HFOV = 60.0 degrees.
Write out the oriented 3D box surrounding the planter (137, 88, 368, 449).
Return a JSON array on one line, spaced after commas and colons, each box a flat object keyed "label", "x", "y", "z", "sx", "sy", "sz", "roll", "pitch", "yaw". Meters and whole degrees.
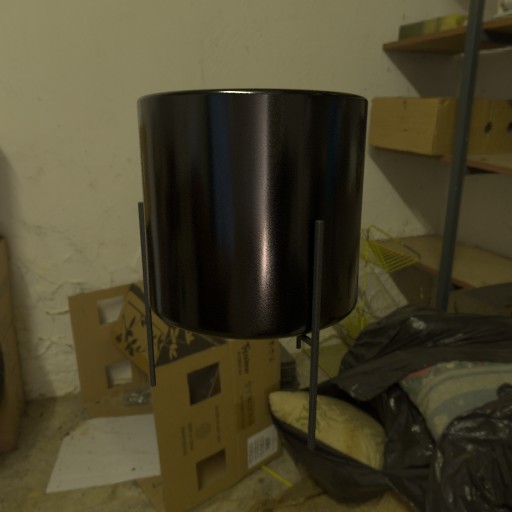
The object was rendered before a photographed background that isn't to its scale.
[{"label": "planter", "x": 0.000, "y": 0.000, "z": 0.646, "sx": 0.310, "sy": 0.432, "sz": 0.310, "roll": -14, "pitch": 20, "yaw": -41}]
